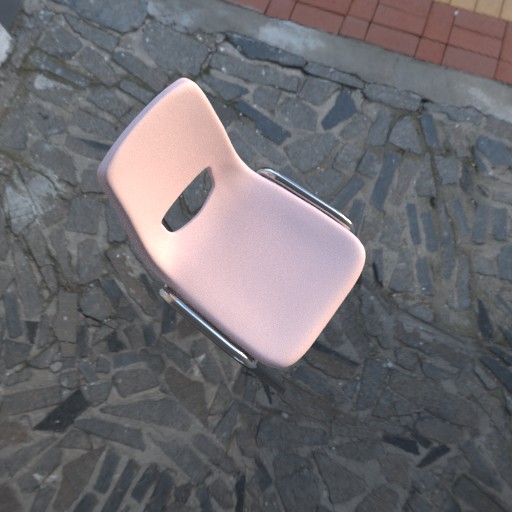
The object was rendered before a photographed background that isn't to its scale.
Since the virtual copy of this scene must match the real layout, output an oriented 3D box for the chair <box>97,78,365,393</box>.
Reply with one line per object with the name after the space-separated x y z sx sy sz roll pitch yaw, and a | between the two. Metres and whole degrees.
0.000 0.000 0.845 0.423 0.586 0.354 36 78 9 | chair
